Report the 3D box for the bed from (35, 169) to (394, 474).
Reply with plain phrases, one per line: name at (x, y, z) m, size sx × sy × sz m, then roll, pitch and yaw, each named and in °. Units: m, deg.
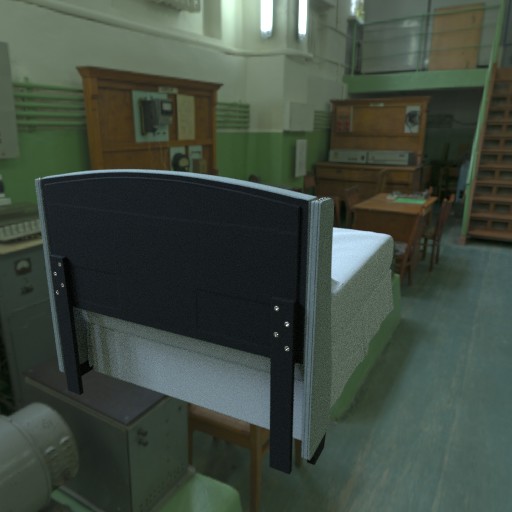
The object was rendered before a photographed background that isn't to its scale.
bed at (0.000, 0.000, 3.230) m, size 1.710 × 1.407 × 2.237 m, roll 8°, pitch 18°, yaw 26°
